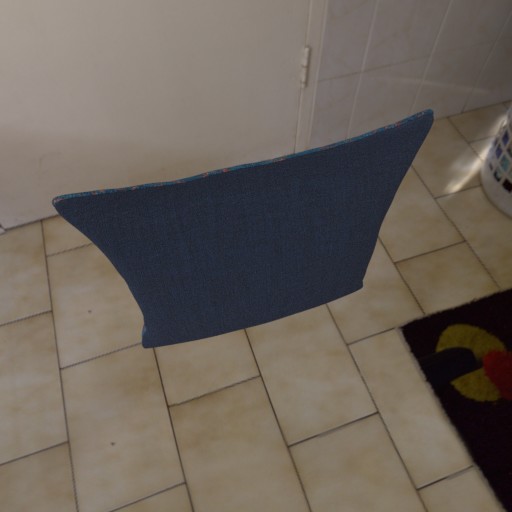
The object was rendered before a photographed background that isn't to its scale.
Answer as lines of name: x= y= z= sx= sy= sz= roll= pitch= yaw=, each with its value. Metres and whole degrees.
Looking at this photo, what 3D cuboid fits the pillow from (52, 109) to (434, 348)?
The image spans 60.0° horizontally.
pillow: x=0.000 y=0.000 z=0.653 sx=0.431 sy=0.431 sz=0.141 roll=-15 pitch=60 yaw=-9
